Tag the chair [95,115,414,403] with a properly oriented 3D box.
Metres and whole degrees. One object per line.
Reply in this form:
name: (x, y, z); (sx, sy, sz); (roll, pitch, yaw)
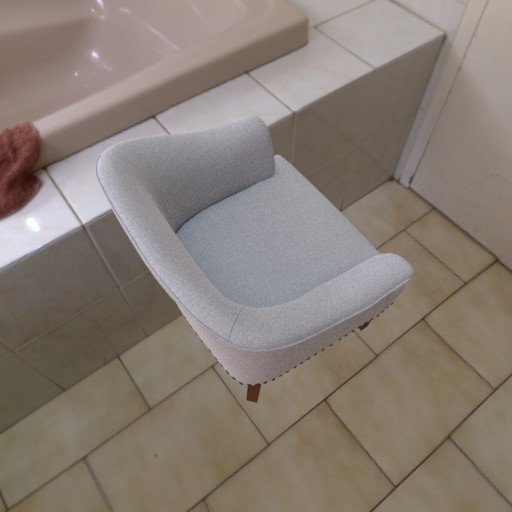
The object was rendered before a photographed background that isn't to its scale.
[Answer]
chair: (0.000, 0.000, 1.458); (0.704, 0.815, 0.798); (-30, 63, -17)
